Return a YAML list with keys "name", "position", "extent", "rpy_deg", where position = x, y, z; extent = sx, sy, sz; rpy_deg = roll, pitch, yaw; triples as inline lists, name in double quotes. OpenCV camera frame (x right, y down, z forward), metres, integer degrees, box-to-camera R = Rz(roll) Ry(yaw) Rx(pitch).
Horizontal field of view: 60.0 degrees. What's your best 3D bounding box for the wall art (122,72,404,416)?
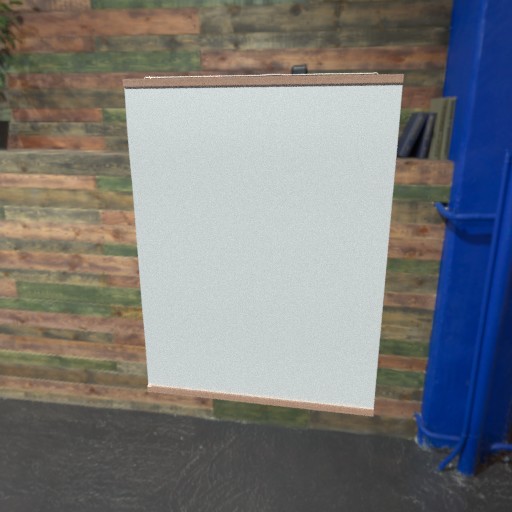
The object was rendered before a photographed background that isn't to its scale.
- name: "wall art"
  position: [0.000, 0.000, 1.330]
  extent: [0.758, 1.013, 0.020]
  rpy_deg: [3, 17, 10]
